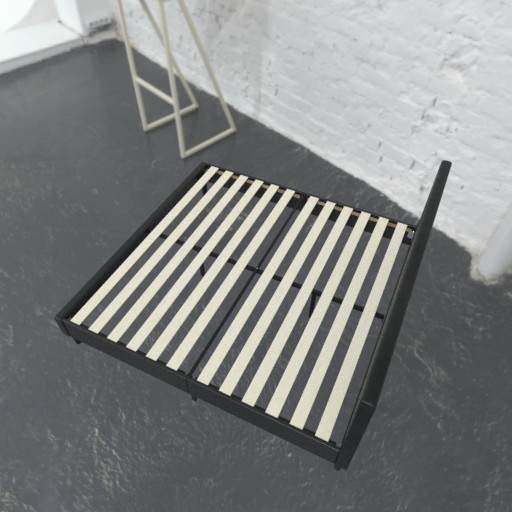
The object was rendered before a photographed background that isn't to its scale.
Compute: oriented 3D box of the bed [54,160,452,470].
[{"bbox_3d":[0.000,0.000,3.258,2.152,1.046,2.018,20,51,17],"label":"bed"}]
